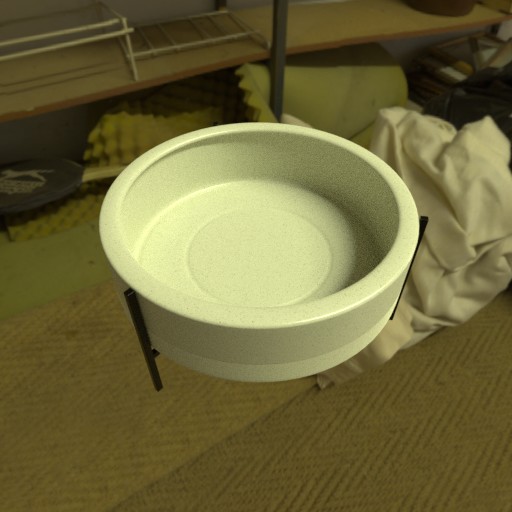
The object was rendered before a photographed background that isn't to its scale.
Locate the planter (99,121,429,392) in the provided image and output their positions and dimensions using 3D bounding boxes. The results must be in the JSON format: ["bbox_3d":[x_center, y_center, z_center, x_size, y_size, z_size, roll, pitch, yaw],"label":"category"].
[{"bbox_3d":[0.000,0.000,0.533,0.336,0.171,0.345,32,53,27],"label":"planter"}]
